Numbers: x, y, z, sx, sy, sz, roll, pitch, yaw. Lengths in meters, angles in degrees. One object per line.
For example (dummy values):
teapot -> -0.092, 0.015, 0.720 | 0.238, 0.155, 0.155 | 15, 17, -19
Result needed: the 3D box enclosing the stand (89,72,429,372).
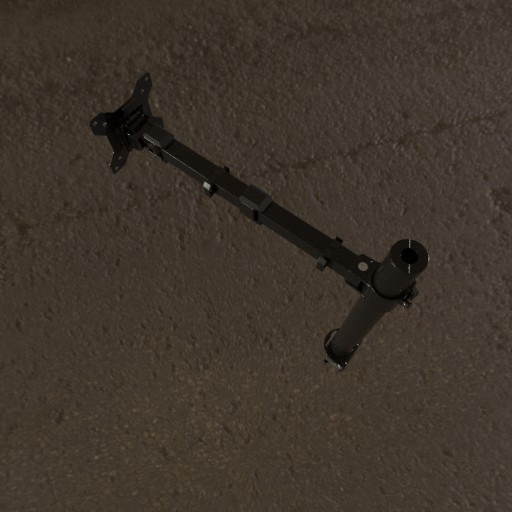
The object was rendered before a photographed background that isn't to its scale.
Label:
stand -> 0.000, 0.000, 0.729 | 0.456, 0.510, 0.115 | 34, 70, 14
